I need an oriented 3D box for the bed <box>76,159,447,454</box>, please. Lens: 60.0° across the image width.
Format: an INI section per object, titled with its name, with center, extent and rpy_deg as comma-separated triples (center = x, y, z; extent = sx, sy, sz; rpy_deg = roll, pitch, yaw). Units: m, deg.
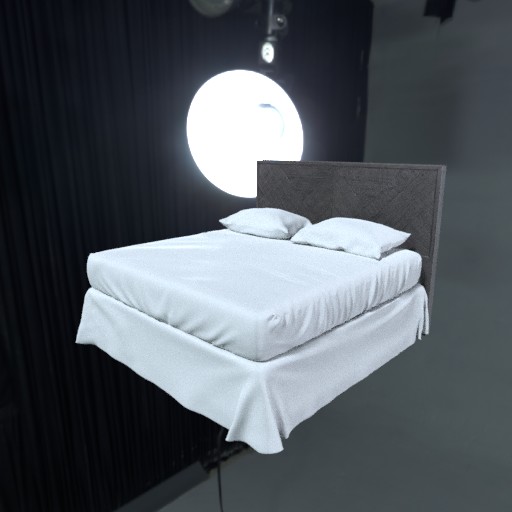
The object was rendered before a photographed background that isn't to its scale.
[bed]
center = 0.000, 0.000, 2.857
extent = 1.772, 1.142, 1.785
rpy_deg = 13, 19, 42
